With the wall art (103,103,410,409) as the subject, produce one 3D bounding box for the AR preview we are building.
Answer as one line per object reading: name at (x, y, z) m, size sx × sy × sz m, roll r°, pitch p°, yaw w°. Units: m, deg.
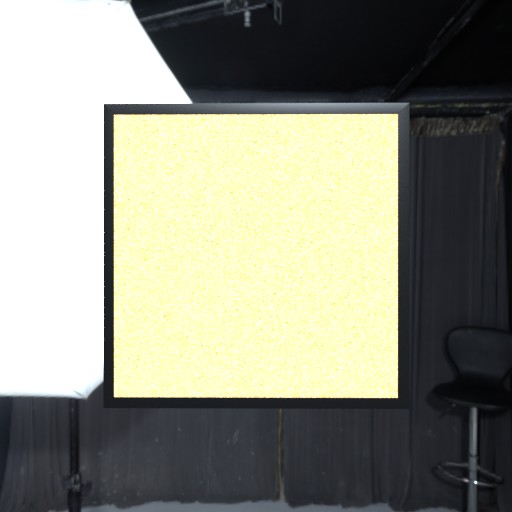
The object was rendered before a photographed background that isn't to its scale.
wall art at (0.000, 0.000, 1.113) m, size 0.756 × 0.755 × 0.036 m, roll 0°, pitch 0°, yaw 0°
